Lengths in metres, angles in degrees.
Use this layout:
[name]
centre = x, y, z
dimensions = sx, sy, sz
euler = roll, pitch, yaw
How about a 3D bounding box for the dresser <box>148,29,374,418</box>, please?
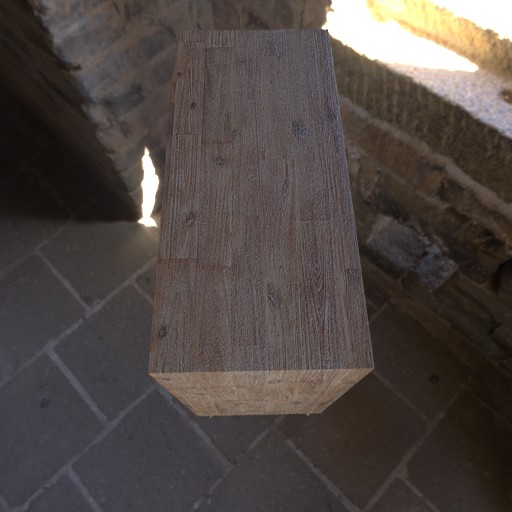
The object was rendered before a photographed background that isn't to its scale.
[dresser]
centre = 0.000, 0.000, 1.566
dimensions = 0.455, 1.029, 0.998
euler = -1, 65, -1
